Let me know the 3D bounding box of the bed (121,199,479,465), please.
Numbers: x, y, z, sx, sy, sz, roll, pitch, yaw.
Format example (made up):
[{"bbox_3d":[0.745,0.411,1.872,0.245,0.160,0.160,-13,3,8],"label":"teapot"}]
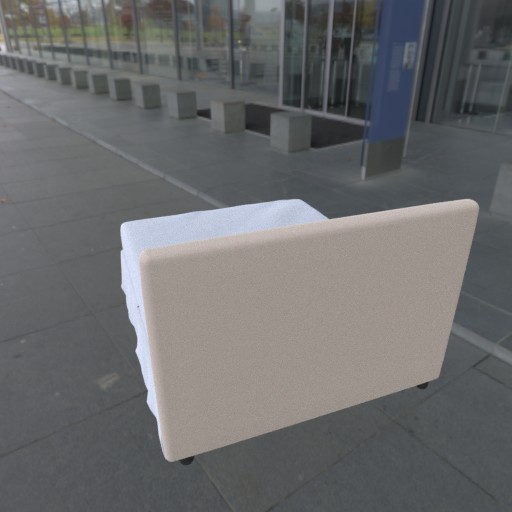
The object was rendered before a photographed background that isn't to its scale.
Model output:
[{"bbox_3d":[0.000,0.000,3.265,1.884,1.330,2.142,-10,28,-19],"label":"bed"}]
